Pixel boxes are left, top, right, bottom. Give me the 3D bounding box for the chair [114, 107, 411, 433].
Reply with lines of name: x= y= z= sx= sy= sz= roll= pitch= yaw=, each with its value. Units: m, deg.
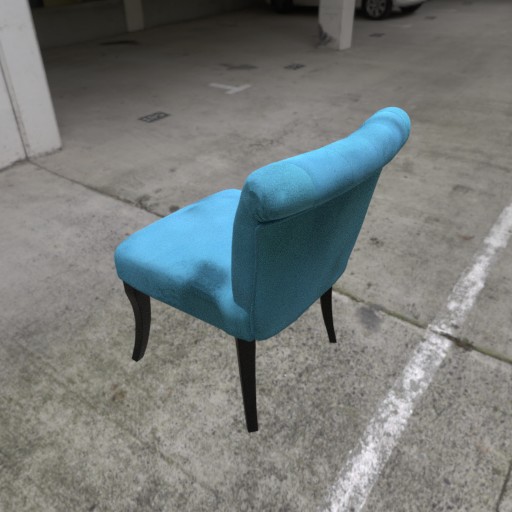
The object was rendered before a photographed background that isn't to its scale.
chair: x=0.000 y=0.000 z=1.199 sx=0.605 sy=0.750 sz=0.582 roll=22 pitch=38 yaw=31
